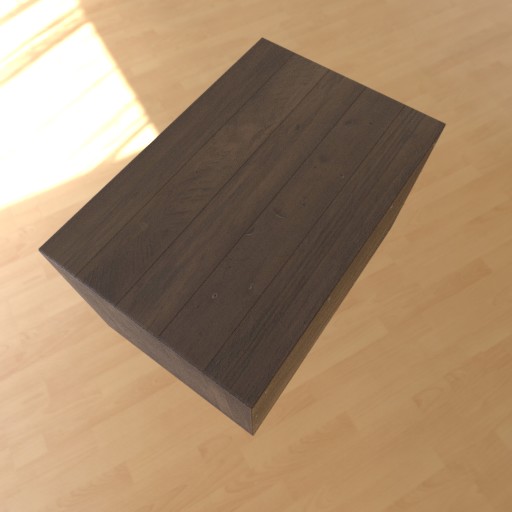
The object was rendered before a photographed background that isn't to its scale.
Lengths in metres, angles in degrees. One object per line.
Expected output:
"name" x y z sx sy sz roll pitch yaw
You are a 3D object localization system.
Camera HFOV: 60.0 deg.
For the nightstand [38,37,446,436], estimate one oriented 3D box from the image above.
"nightstand" 0.000 0.000 1.065 0.450 0.599 0.650 32 67 15
